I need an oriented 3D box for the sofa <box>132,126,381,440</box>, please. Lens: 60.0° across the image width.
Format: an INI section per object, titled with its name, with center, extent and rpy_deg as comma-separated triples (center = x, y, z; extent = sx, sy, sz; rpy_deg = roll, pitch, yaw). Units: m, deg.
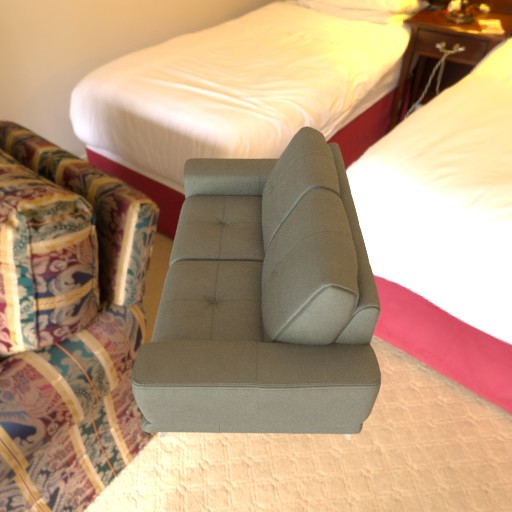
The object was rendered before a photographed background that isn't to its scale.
[sofa]
center = 0.000, 0.000, 2.446
extent = 1.018, 0.907, 1.806
rpy_deg = 0, 42, 0
